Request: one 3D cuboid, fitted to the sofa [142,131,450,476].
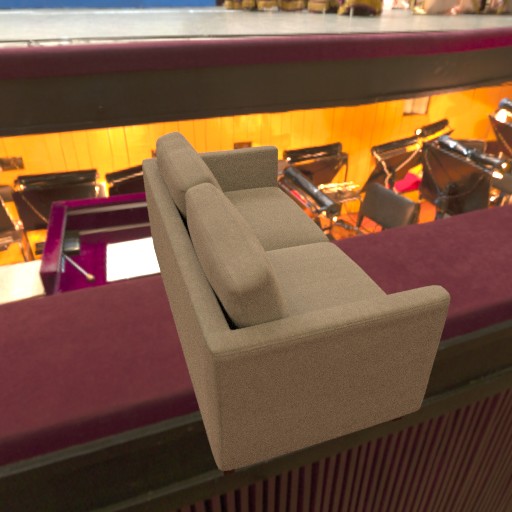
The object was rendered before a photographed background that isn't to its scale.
[{"bbox_3d":[0.000,0.000,2.384,0.950,0.963,1.884,-10,33,-16],"label":"sofa"}]
